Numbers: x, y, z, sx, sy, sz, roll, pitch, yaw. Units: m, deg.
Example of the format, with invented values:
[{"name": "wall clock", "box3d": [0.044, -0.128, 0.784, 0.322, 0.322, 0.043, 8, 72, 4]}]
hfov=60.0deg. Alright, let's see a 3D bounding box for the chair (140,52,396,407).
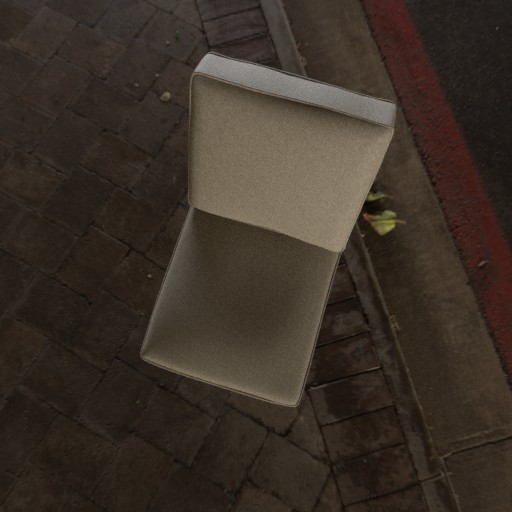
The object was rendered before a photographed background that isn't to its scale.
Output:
[{"name": "chair", "box3d": [0.000, 0.000, 1.719, 0.674, 1.058, 1.020, 16, 77, 4]}]
